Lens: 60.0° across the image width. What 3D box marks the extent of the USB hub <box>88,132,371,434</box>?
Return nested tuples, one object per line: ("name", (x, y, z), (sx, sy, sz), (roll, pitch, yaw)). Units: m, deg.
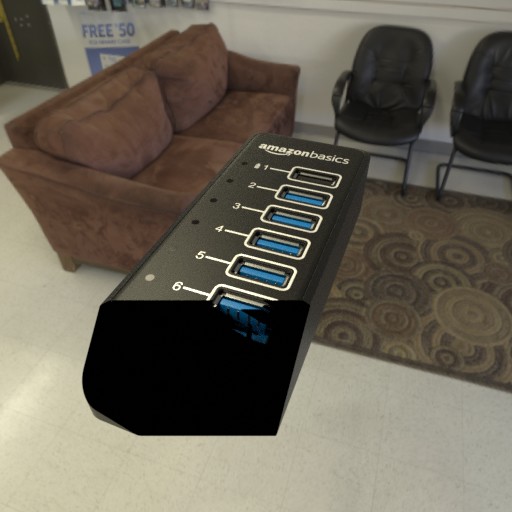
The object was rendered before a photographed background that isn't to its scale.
("USB hub", (0.000, 0.000, 0.129), (0.044, 0.023, 0.110), (15, 43, 16))
